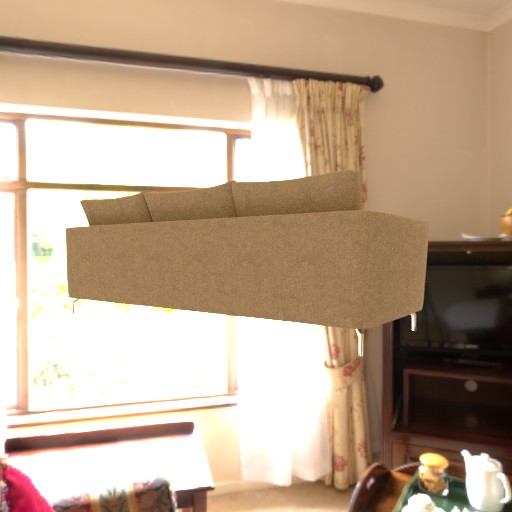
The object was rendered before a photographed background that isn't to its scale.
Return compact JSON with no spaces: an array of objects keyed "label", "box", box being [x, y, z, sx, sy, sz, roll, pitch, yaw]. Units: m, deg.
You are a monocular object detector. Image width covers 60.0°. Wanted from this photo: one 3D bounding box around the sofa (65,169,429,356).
[{"label":"sofa","box":[0.000,0.000,3.247,2.438,0.864,1.626,0,1,36]}]
